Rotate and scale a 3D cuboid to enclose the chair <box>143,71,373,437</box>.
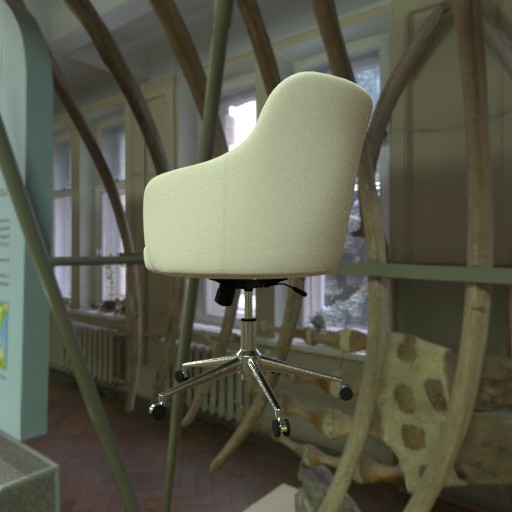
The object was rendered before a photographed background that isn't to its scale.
[{"bbox_3d":[0.000,0.000,1.257,0.647,0.819,0.602,0,0,38],"label":"chair"}]
